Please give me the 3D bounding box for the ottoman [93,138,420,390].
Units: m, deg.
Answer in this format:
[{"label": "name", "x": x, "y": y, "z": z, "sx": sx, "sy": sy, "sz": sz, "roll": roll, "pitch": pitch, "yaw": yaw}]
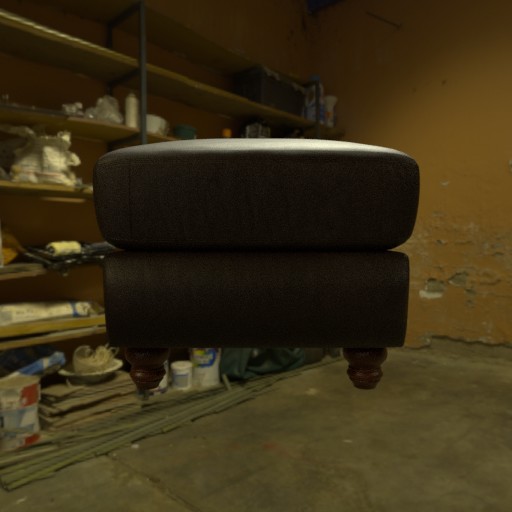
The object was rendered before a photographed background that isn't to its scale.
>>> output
[{"label": "ottoman", "x": 0.000, "y": 0.000, "z": 1.263, "sx": 0.670, "sy": 0.569, "sz": 0.806, "roll": 0, "pitch": 0, "yaw": 0}]
